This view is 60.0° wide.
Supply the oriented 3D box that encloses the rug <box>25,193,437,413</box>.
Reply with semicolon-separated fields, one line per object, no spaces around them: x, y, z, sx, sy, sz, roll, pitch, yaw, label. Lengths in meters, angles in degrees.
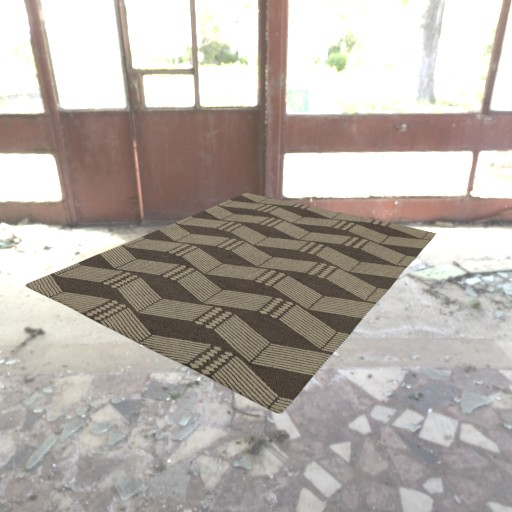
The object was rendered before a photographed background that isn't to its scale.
0.000;0.000;4.069;2.438;0.016;3.048;17;30;31;rug
